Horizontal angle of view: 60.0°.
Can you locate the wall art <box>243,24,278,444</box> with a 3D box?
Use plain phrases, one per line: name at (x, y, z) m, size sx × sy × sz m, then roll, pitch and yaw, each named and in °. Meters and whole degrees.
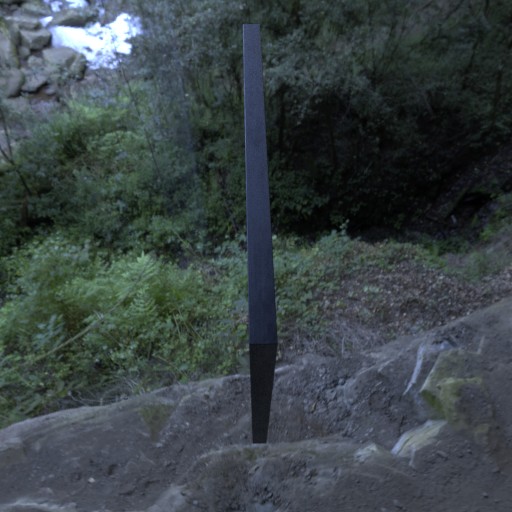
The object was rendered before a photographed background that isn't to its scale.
wall art at (0.000, 0.000, 1.123) m, size 0.039 × 0.763 × 0.763 m, roll -1°, pitch 58°, yaw -1°
